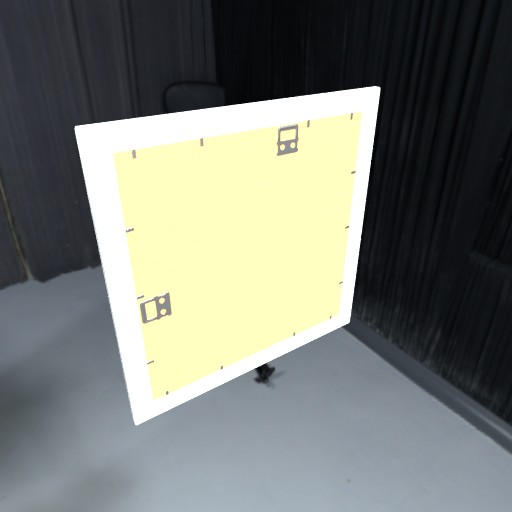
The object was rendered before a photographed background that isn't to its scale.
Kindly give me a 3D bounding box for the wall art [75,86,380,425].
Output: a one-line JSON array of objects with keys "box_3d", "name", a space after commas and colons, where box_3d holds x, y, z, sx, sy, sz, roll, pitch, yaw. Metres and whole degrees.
[{"box_3d": [0.000, 0.000, 0.881, 0.584, 0.584, 0.013, -19, 35, -29], "name": "wall art"}]
